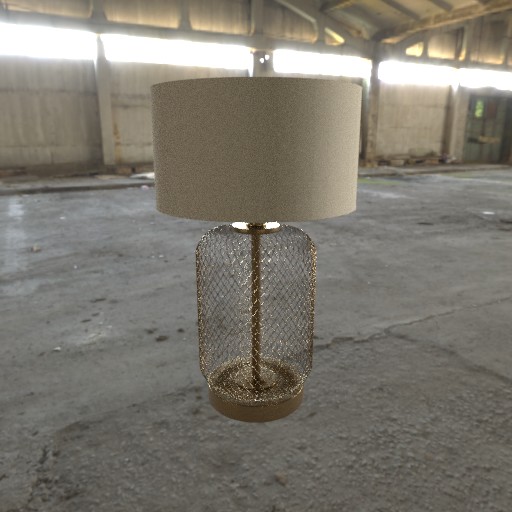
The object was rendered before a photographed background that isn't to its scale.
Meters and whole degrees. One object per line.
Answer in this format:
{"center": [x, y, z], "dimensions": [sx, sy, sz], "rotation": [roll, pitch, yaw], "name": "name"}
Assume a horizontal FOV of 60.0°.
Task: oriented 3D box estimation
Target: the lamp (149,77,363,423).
{"center": [0.000, 0.000, 0.823], "dimensions": [0.353, 0.578, 0.353], "rotation": [0, 15, 0], "name": "lamp"}
